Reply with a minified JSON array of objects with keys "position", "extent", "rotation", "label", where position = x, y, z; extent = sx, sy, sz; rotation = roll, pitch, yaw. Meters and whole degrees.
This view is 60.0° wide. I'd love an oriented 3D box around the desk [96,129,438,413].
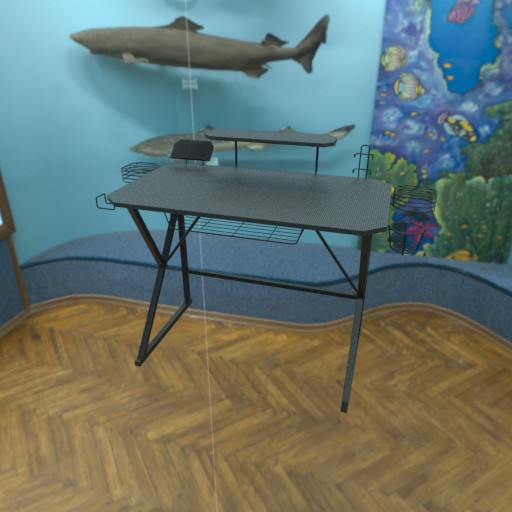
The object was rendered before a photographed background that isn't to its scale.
[{"position":[0.000,0.000,1.785],"extent":[1.290,0.880,0.580],"rotation":[8,28,15],"label":"desk"}]
